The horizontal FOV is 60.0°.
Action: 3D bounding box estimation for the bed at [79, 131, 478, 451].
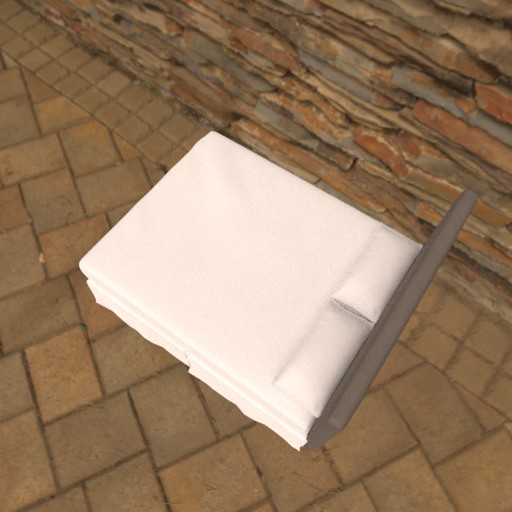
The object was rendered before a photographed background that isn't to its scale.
[{"bbox_3d":[0.000,0.000,3.195,2.142,1.330,1.723,32,67,16],"label":"bed"}]
